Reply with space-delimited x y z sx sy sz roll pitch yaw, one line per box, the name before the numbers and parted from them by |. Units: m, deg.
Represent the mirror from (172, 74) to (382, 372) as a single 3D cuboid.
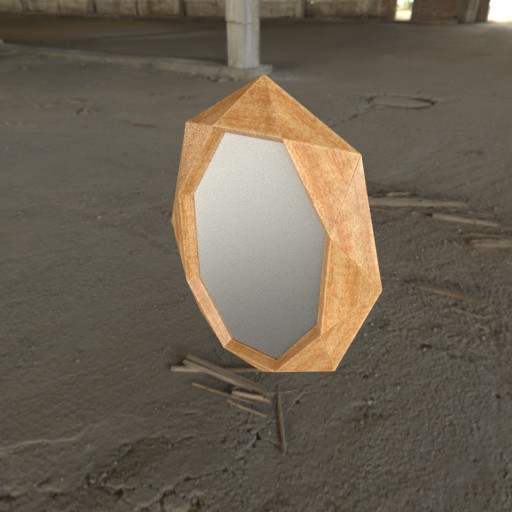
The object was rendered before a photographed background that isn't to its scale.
mirror | 0.000 0.000 1.017 0.577 0.774 0.070 19 36 29
